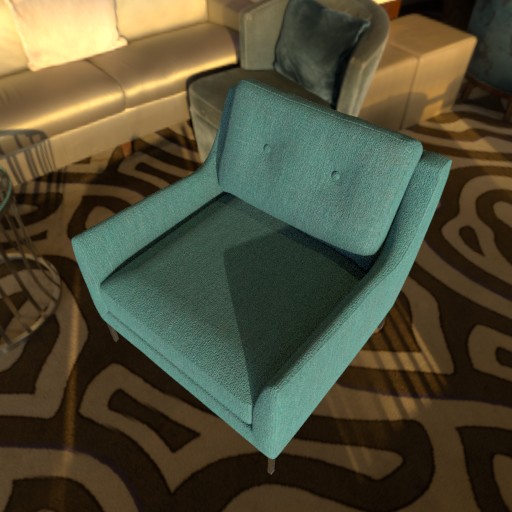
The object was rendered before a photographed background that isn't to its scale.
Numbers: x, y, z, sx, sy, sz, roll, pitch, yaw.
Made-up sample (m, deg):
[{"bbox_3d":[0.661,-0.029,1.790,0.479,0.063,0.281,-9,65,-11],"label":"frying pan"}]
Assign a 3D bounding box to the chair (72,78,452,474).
[{"bbox_3d":[0.000,0.000,1.499,0.847,0.828,0.849,31,53,26],"label":"chair"}]
